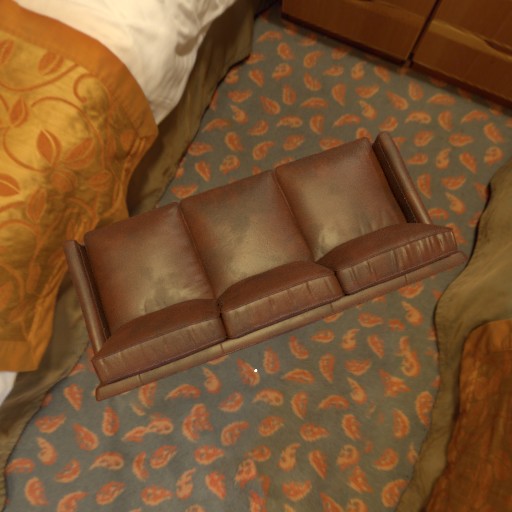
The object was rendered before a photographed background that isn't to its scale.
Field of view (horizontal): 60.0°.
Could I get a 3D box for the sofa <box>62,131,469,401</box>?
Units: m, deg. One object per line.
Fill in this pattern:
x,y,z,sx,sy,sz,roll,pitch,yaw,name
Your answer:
0.000,0.000,2.847,2.240,1.003,1.084,-20,76,-5,sofa
